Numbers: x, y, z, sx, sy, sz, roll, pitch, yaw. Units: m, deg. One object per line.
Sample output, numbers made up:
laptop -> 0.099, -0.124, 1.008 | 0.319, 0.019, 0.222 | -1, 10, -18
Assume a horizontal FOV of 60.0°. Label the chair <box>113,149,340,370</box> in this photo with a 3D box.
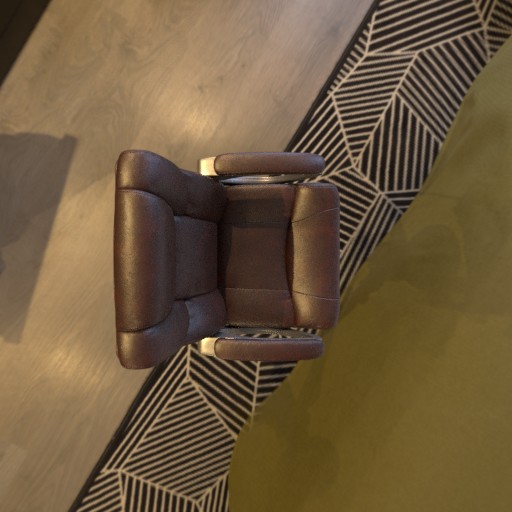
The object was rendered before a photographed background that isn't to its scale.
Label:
chair -> 0.000, 0.000, 1.544 | 0.692, 1.128, 0.656 | 0, 91, -2
